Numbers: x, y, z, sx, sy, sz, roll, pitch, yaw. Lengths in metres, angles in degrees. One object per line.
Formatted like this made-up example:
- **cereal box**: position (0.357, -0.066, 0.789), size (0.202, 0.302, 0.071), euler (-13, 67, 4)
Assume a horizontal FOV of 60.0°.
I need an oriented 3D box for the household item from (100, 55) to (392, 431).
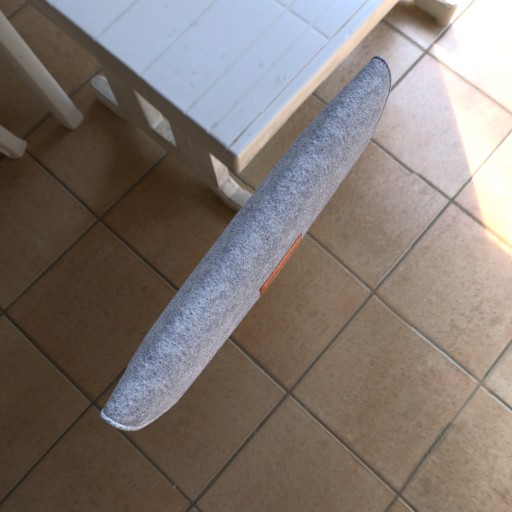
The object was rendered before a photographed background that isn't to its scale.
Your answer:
- **household item**: position (0.000, 0.000, 0.424), size (0.057, 0.221, 0.335), euler (35, 79, 8)
